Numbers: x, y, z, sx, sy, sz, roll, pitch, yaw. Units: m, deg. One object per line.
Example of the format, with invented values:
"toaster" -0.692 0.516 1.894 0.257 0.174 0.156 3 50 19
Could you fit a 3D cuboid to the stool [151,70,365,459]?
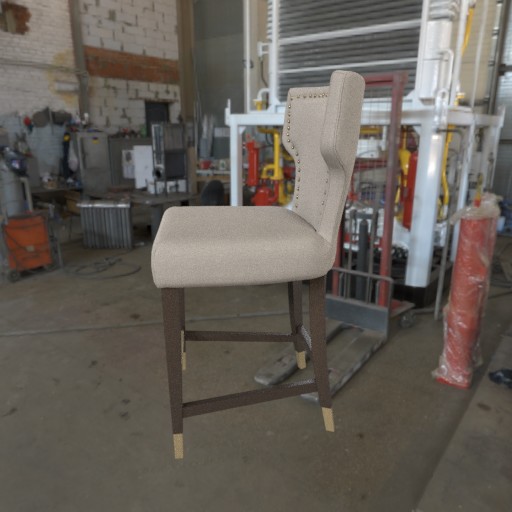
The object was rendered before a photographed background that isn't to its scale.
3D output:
"stool" 0.000 0.000 1.321 0.563 0.982 0.527 -2 16 -7
